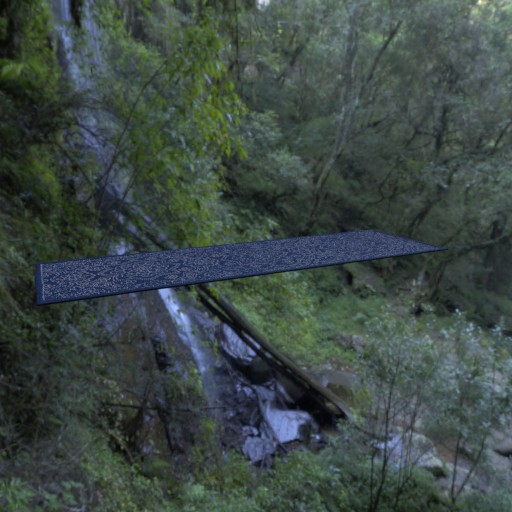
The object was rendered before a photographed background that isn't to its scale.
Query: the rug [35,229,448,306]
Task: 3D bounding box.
[{"bbox_3d":[0.000,0.000,2.726,2.448,0.012,0.769,-7,15,-25],"label":"rug"}]
